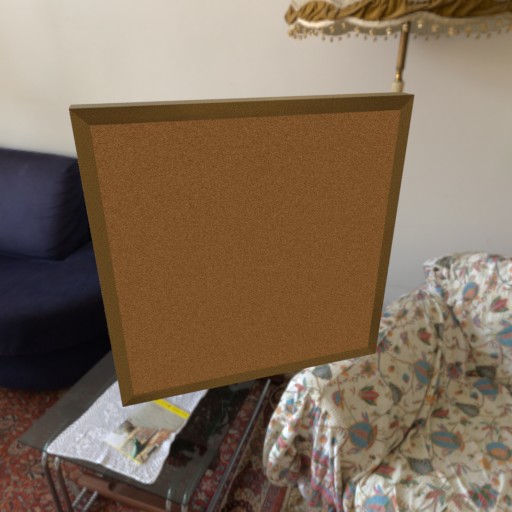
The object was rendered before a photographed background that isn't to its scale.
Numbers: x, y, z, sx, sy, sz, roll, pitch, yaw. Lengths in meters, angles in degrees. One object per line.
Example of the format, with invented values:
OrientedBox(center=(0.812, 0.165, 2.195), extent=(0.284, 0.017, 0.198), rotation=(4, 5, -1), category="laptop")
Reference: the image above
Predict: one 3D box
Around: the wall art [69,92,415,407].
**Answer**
OrientedBox(center=(0.000, 0.000, 0.757), extent=(0.507, 0.508, 0.038), rotation=(-8, 27, -15), category="wall art")
